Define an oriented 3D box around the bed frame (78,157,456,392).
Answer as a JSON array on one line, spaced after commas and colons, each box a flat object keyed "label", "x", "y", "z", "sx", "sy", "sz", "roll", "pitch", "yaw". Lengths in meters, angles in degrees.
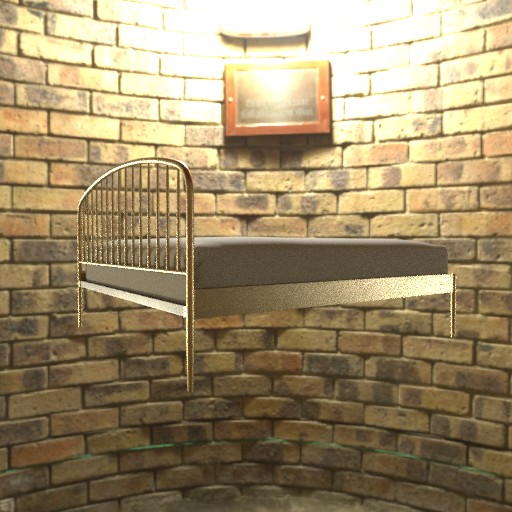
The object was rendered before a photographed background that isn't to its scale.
[{"label": "bed frame", "x": 0.000, "y": 0.000, "z": 3.419, "sx": 2.152, "sy": 1.174, "sz": 2.016, "roll": -1, "pitch": 1, "yaw": -35}]
